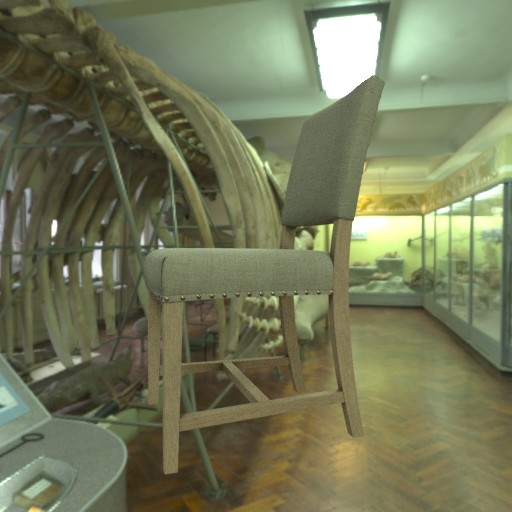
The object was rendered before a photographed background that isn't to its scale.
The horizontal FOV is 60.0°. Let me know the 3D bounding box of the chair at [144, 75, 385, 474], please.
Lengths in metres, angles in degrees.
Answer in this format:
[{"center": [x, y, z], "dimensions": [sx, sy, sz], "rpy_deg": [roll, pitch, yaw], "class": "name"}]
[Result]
[{"center": [0.000, 0.000, 1.331], "dimensions": [0.622, 0.986, 0.508], "rpy_deg": [0, 1, -18], "class": "chair"}]
